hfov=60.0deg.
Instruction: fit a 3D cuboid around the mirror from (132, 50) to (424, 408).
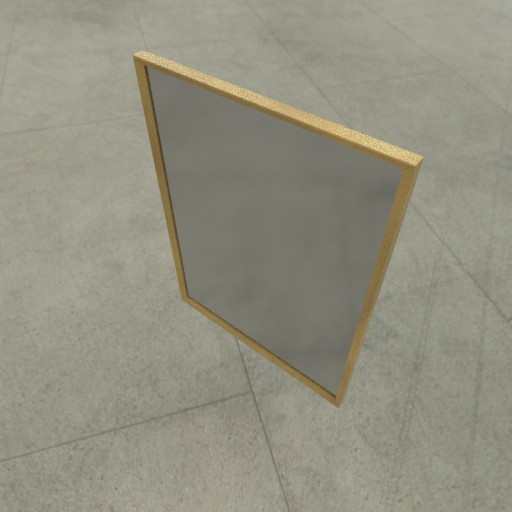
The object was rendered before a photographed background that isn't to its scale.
[{"bbox_3d":[0.000,0.000,1.338,0.762,1.016,0.041,30,54,25],"label":"mirror"}]
